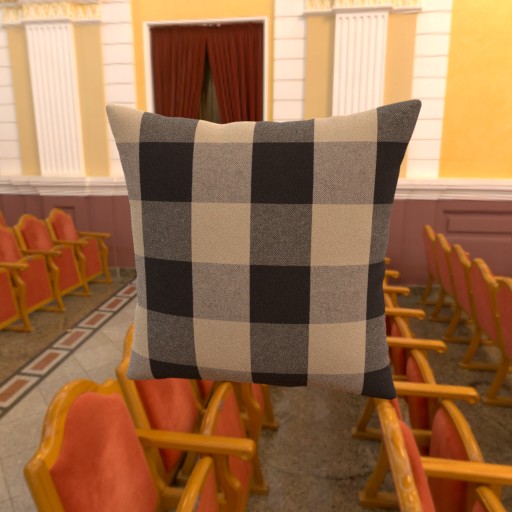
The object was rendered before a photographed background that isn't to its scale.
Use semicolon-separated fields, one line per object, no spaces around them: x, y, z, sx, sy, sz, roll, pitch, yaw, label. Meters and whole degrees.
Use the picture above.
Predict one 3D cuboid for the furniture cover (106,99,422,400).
0.000;0.000;0.770;0.511;0.509;0.161;2;14;8;furniture cover
